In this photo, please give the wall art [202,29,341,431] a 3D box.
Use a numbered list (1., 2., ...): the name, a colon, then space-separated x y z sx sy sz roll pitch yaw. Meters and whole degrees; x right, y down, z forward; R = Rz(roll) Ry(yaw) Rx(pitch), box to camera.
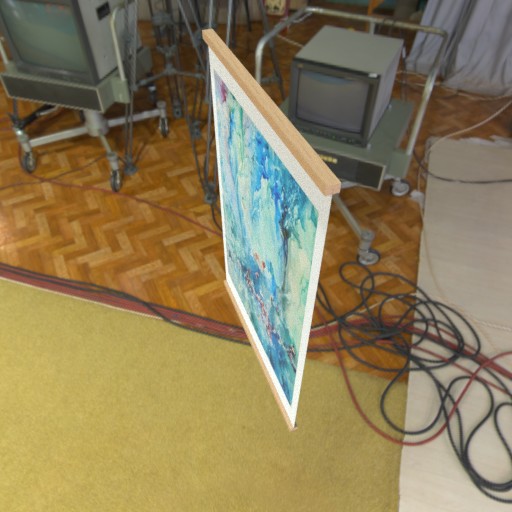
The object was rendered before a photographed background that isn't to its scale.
1. wall art: 0.000 0.000 0.773 0.016 0.611 0.401 -16 50 -14
